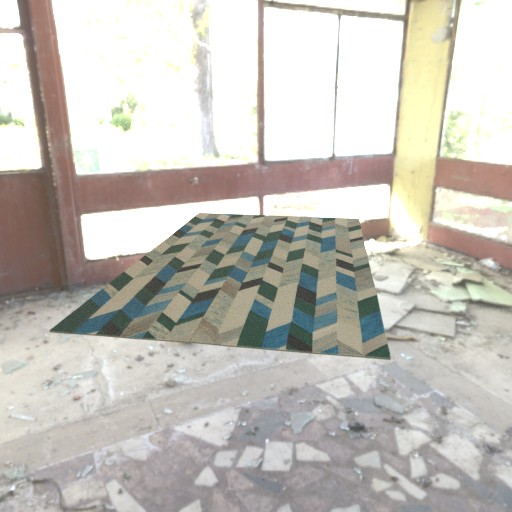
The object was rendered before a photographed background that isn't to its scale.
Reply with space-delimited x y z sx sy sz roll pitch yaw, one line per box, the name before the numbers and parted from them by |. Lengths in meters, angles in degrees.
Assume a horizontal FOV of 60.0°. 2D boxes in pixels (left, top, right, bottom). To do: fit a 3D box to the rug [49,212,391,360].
rug | 0.000 0.000 3.016 1.507 0.007 2.433 3 19 9
